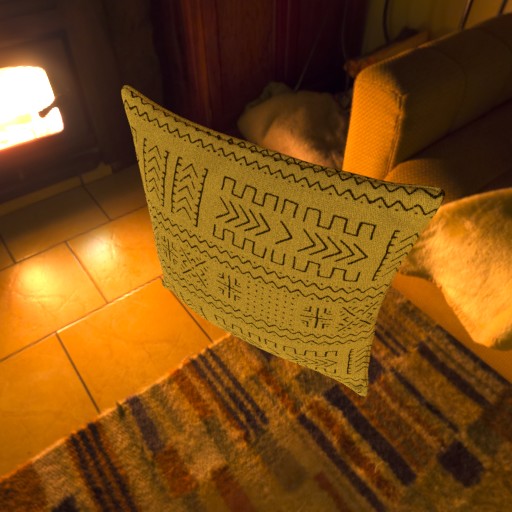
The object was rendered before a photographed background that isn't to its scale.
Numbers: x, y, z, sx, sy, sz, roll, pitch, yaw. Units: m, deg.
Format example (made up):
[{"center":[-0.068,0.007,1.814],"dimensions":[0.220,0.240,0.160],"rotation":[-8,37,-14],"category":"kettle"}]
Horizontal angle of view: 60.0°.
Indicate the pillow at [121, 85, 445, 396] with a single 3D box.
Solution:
[{"center":[0.000,0.000,0.664],"dimensions":[0.438,0.430,0.164],"rotation":[25,52,21],"category":"pillow"}]
